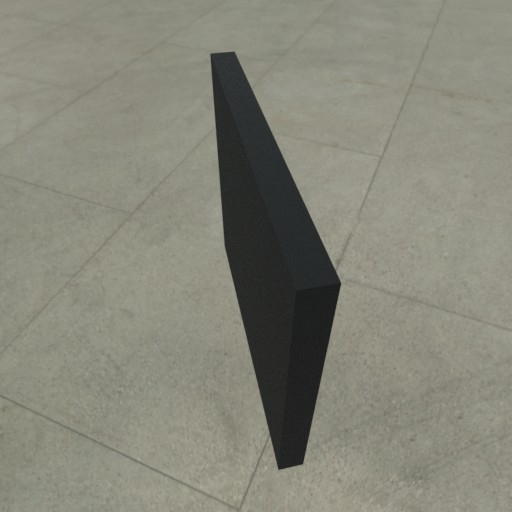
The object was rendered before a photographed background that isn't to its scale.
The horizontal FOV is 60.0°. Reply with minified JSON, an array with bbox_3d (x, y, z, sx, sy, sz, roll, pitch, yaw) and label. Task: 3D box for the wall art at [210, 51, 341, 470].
[{"bbox_3d":[0.000,0.000,0.531,0.031,0.330,0.381,-9,47,-9],"label":"wall art"}]
